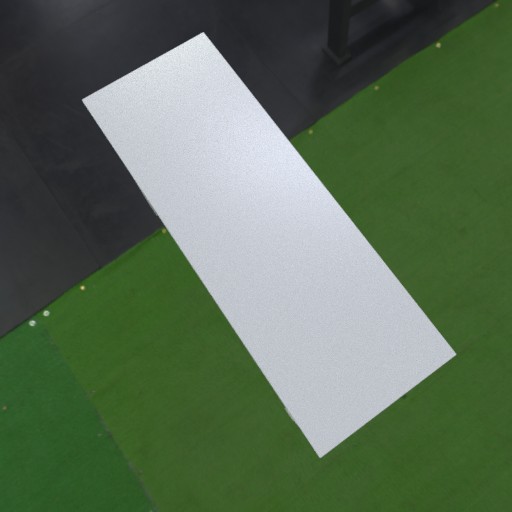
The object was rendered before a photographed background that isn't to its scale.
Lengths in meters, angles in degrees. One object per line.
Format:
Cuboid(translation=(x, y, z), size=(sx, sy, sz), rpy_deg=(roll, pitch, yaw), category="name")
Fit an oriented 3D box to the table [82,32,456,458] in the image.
Cuboid(translation=(0.000, 0.000, 1.457), size=(0.397, 0.753, 1.068), rpy_deg=(-33, 77, -9), category="table")
